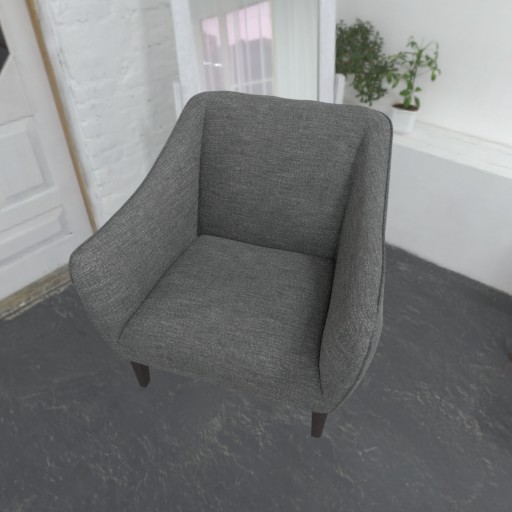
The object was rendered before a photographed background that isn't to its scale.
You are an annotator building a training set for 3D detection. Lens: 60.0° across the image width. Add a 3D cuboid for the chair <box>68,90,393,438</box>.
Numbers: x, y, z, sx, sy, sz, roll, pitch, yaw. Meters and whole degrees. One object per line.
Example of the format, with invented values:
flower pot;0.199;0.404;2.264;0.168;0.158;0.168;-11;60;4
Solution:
chair;0.000;0.000;1.542;0.870;0.829;0.851;11;41;13
